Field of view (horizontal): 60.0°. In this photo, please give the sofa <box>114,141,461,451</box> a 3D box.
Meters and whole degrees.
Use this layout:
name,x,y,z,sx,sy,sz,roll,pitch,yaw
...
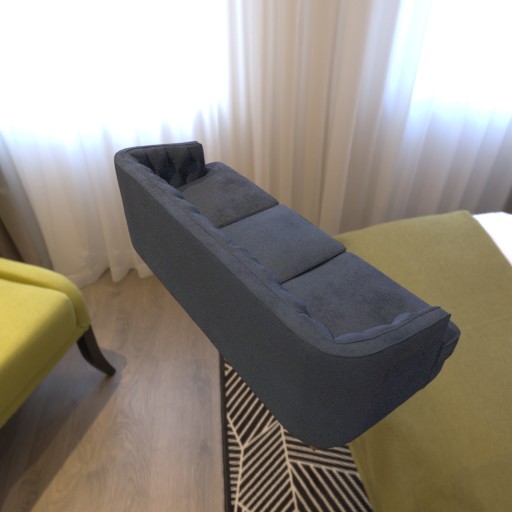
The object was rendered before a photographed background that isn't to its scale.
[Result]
name,x,y,z,sx,sy,sz,roll,pitch,yaw
sofa,0.000,0.000,2.714,0.941,0.855,2.278,-25,45,-27
